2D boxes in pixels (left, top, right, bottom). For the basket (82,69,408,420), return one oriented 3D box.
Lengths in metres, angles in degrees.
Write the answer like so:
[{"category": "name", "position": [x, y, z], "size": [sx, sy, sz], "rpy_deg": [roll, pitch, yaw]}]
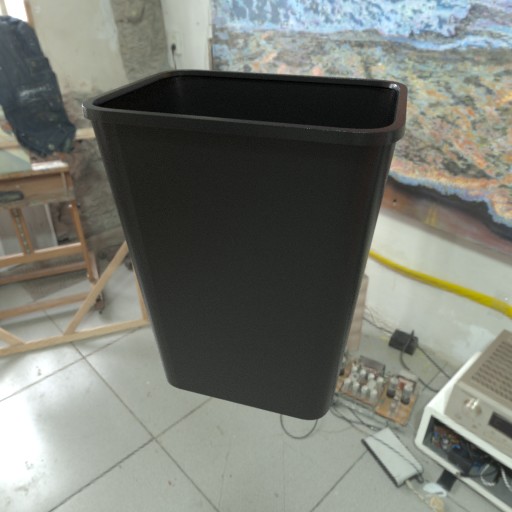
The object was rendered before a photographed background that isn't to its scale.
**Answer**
[{"category": "basket", "position": [0.000, 0.000, 0.736], "size": [0.394, 0.521, 0.287], "rpy_deg": [9, 33, 14]}]
